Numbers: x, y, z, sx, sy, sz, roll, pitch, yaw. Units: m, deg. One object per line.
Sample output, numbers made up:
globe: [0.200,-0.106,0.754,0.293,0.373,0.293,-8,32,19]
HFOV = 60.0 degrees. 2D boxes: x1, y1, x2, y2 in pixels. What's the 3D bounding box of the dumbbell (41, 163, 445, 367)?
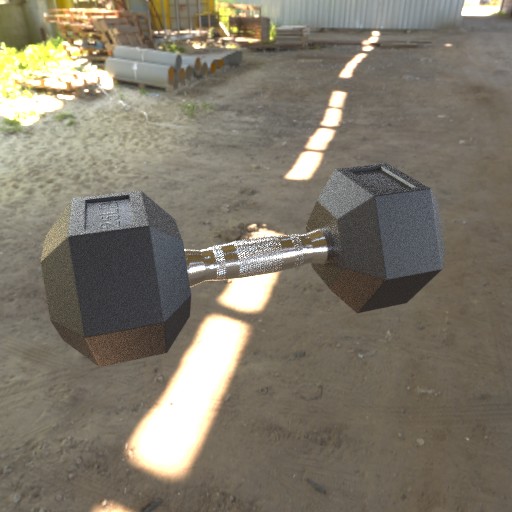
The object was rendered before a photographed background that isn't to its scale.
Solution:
dumbbell: [0.000,0.000,0.371,0.315,0.113,0.129,-9,32,-15]
